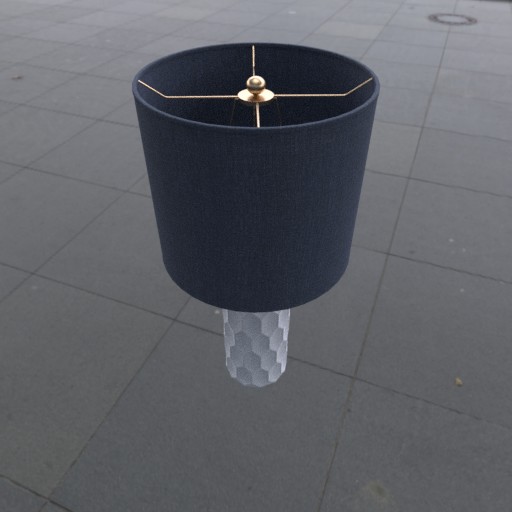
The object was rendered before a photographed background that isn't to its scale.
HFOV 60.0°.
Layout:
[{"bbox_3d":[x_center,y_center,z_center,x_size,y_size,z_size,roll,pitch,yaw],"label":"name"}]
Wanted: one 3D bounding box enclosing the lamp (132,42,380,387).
[{"bbox_3d":[0.000,0.000,0.678,0.277,0.537,0.277,26,47,27],"label":"lamp"}]
